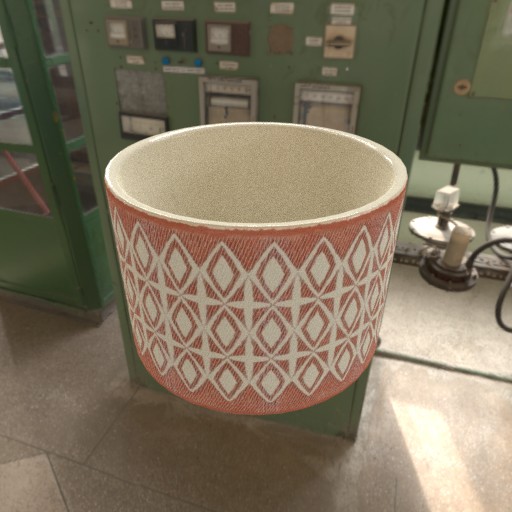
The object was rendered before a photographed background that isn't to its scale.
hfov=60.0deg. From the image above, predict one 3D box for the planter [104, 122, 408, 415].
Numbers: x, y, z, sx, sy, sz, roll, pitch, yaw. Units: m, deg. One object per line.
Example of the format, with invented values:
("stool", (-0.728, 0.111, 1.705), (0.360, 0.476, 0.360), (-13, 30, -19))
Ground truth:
("planter", (0.000, 0.000, 0.329), (0.192, 0.148, 0.192), (0, 31, 0))
